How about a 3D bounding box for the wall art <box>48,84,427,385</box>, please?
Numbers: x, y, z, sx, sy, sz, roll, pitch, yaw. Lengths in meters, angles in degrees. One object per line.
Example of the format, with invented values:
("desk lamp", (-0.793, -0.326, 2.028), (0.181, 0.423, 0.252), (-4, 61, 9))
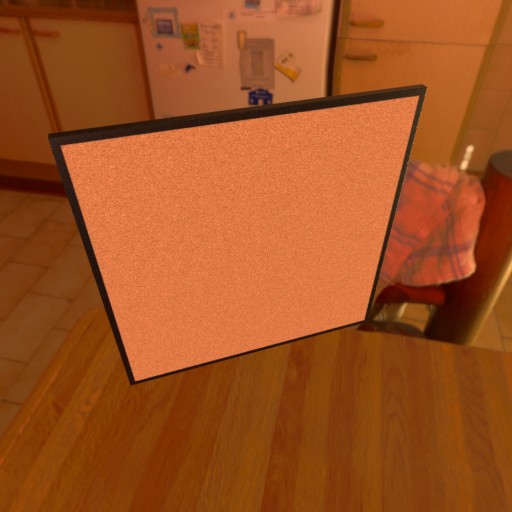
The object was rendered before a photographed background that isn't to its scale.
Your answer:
("wall art", (0.000, 0.000, 0.667), (0.457, 0.458, 0.012), (-12, 43, -14))
